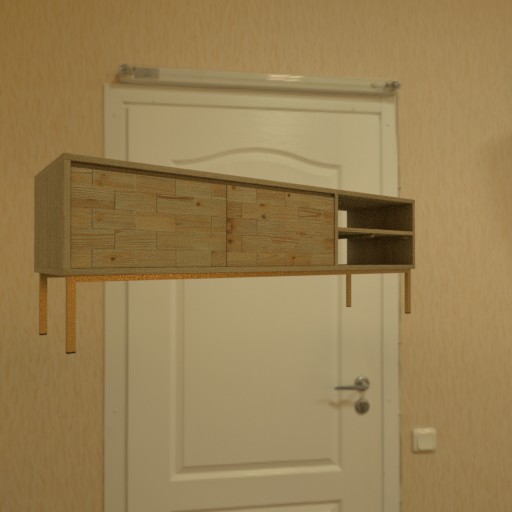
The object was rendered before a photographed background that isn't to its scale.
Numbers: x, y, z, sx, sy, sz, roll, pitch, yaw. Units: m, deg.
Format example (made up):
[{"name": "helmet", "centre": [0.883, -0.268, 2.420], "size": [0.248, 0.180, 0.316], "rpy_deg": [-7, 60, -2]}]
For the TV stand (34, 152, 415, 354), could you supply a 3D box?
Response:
[{"name": "TV stand", "centre": [0.000, 0.000, 1.841], "size": [1.600, 0.550, 0.420], "rpy_deg": [0, -1, -36]}]
